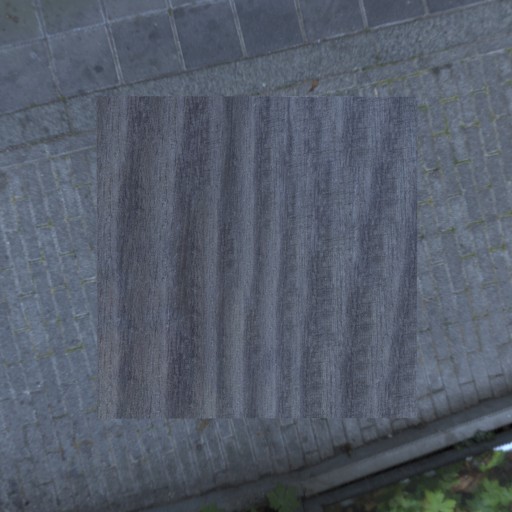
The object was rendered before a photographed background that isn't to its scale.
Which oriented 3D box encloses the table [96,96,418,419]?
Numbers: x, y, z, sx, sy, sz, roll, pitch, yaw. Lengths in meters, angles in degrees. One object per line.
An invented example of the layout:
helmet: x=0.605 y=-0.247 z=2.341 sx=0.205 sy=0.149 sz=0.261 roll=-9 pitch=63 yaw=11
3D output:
table: x=0.000 y=0.000 z=0.991 sx=0.504 sy=0.587 sz=0.506 roll=0 pitch=91 yaw=0
